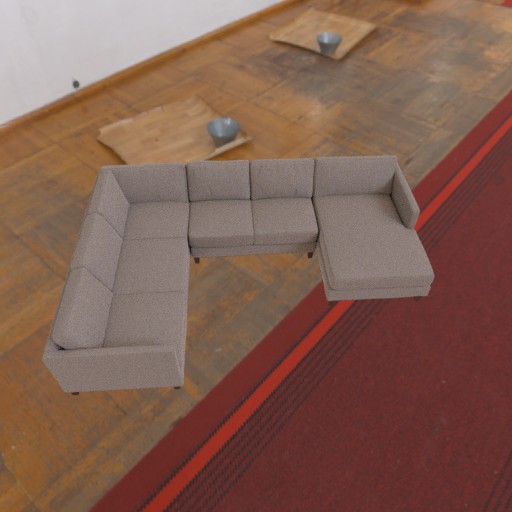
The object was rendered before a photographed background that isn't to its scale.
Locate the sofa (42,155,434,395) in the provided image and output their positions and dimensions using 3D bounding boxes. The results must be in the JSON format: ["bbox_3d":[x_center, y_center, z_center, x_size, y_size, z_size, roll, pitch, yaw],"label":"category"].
[{"bbox_3d":[0.000,0.000,4.442,3.438,0.865,2.424,-3,47,-2],"label":"sofa"}]
